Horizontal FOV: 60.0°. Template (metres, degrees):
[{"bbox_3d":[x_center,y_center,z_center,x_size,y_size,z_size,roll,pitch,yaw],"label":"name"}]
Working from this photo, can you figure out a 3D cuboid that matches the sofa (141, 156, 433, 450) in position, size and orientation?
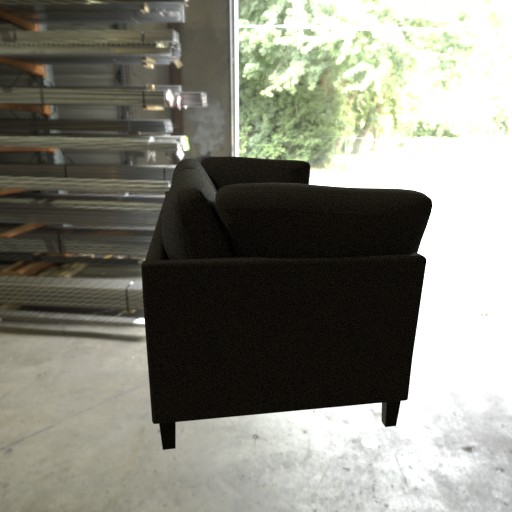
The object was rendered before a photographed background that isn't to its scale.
[{"bbox_3d":[0.000,0.000,2.285,0.969,0.920,1.751,-2,16,-8],"label":"sofa"}]
